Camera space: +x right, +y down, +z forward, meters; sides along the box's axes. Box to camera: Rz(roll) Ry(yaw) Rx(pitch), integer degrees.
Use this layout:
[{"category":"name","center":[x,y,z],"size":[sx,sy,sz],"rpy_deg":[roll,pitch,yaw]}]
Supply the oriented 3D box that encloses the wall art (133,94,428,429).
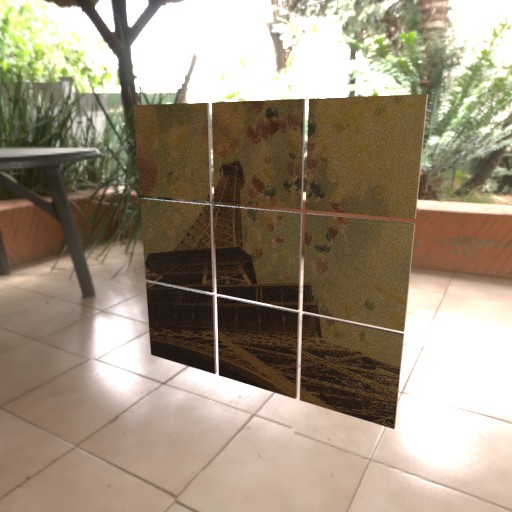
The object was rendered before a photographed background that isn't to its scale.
[{"category":"wall art","center":[0.000,0.000,1.880],"size":[1.256,1.246,0.017],"rpy_deg":[8,18,28]}]
